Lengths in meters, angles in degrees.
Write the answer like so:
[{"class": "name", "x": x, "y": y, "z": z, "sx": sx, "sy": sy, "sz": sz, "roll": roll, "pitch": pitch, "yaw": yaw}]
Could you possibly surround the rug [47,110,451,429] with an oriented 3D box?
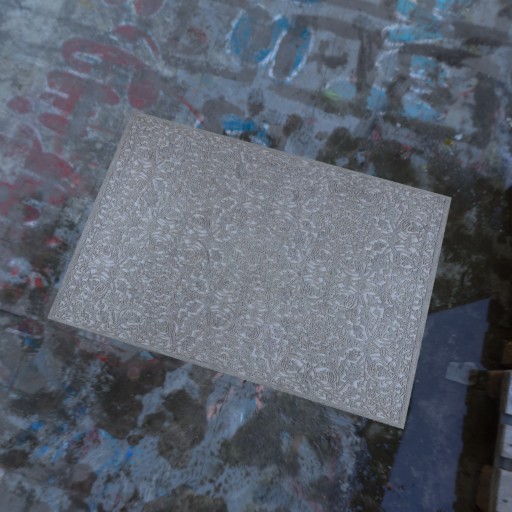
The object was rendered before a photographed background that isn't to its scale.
[{"class": "rug", "x": 0.000, "y": 0.000, "z": 2.308, "sx": 1.827, "sy": 0.006, "sz": 1.221, "roll": 16, "pitch": 77, "yaw": 4}]
